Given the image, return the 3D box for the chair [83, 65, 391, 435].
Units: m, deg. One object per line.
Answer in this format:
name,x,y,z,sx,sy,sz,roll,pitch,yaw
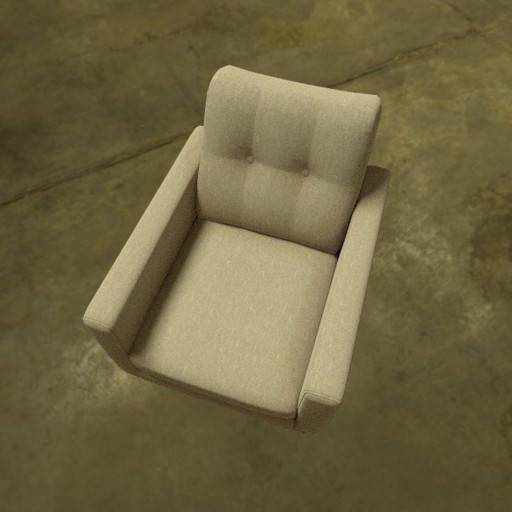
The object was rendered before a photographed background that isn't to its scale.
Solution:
chair,0.000,0.000,1.813,0.897,0.965,1.128,16,59,10
